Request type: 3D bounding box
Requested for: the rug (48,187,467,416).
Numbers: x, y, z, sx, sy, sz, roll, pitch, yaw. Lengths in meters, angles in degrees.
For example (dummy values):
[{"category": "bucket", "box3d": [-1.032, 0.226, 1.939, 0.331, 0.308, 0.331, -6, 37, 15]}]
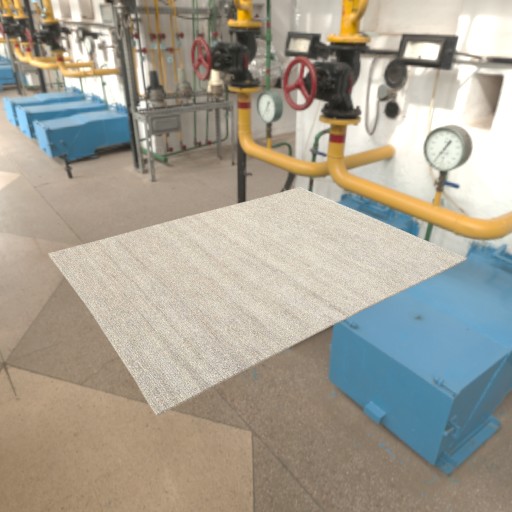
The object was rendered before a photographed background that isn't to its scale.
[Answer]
[{"category": "rug", "box3d": [0.000, 0.000, 4.794, 3.626, 0.051, 2.757, -19, 34, -31]}]
